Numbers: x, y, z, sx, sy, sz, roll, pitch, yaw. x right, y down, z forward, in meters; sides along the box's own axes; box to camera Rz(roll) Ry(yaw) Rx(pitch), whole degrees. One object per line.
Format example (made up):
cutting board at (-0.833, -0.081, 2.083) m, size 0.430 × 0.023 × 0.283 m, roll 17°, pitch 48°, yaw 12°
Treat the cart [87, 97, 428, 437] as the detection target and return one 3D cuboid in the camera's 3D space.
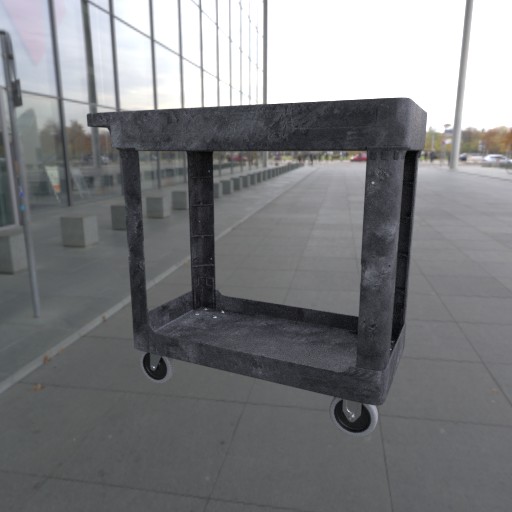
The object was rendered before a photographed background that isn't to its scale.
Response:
cart at (0.000, 0.000, 1.337) m, size 0.877 × 0.824 × 0.420 m, roll 6°, pitch 14°, yaw 25°
